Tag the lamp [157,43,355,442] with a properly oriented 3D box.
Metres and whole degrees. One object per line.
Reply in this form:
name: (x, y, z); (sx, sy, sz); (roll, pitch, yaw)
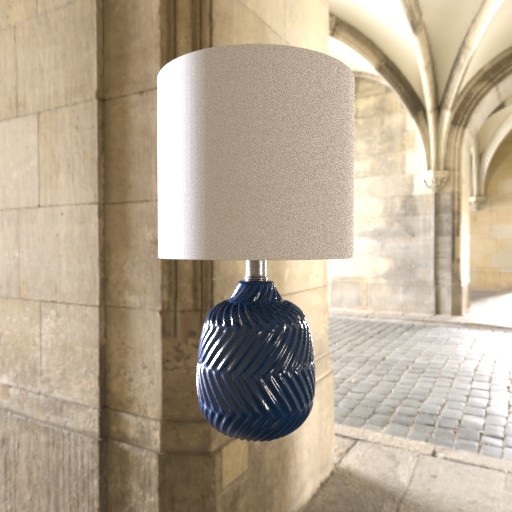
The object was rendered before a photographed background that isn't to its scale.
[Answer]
lamp: (0.000, 0.000, 0.472); (0.203, 0.368, 0.203); (0, 1, -17)
